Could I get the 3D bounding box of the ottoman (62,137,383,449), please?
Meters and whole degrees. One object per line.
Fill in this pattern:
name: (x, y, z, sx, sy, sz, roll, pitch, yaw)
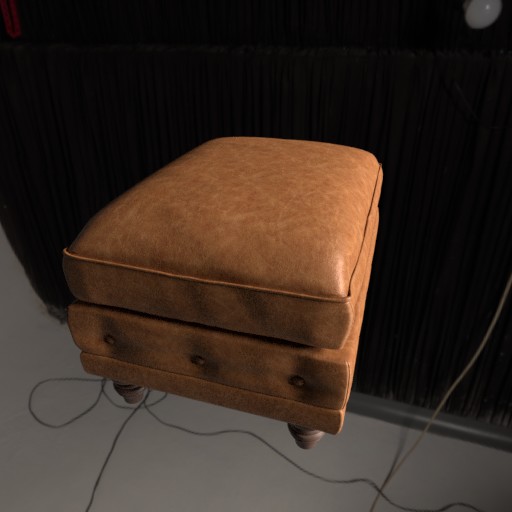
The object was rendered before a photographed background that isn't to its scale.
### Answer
ottoman: (0.000, 0.000, 1.059, 0.533, 0.480, 0.710, 8, 29, 15)
